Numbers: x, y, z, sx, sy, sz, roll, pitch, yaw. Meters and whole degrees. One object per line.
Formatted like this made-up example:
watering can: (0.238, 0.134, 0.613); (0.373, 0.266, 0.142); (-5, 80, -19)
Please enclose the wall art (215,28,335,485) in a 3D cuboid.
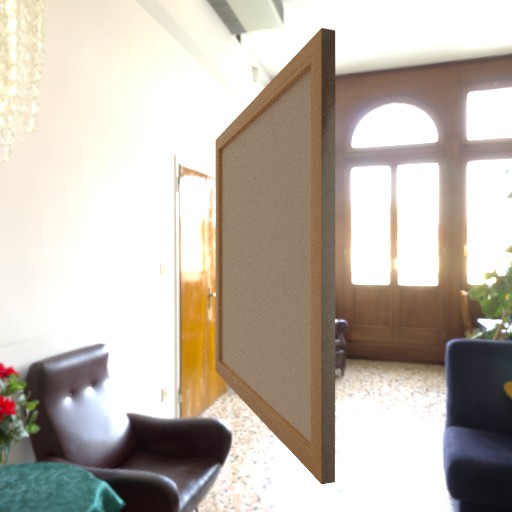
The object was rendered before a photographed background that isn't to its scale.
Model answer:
wall art: (0.000, 0.000, 1.103); (0.027, 0.762, 0.762); (0, 0, -19)
